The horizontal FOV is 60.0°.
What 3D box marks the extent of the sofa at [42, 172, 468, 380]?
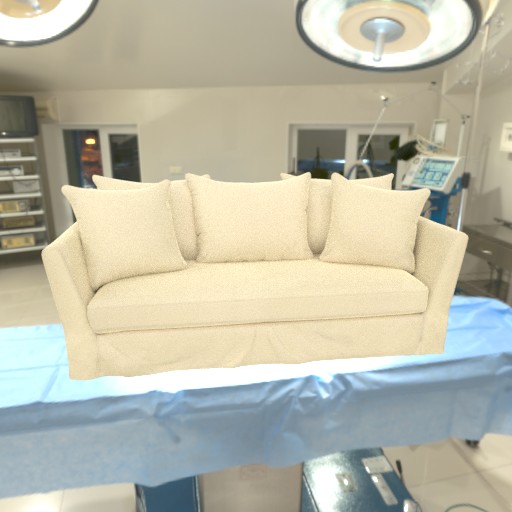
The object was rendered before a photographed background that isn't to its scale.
[{"bbox_3d":[0.000,0.000,2.864,2.290,1.034,1.031,-2,17,-7],"label":"sofa"}]
